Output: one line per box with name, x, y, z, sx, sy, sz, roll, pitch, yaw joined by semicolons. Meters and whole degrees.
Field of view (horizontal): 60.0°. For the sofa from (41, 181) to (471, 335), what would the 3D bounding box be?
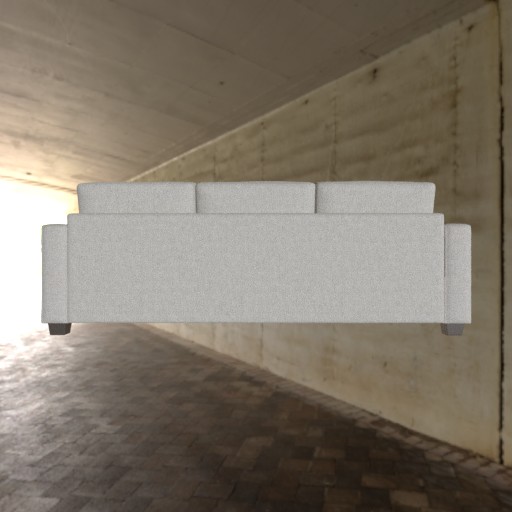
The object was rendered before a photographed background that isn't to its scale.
sofa;0.000;0.000;2.641;2.160;0.800;0.900;0;0;0
